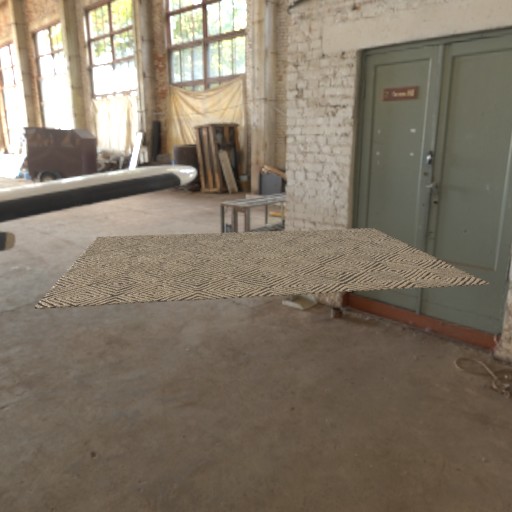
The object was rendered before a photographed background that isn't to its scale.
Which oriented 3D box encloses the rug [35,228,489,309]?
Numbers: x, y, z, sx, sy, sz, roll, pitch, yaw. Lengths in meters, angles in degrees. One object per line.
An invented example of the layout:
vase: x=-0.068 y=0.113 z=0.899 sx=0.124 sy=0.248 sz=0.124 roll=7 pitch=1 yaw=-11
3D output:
rug: x=0.000 y=0.000 z=2.234 sx=1.750 sy=0.004 sz=1.177 roll=-2 pitch=15 yaw=-9
